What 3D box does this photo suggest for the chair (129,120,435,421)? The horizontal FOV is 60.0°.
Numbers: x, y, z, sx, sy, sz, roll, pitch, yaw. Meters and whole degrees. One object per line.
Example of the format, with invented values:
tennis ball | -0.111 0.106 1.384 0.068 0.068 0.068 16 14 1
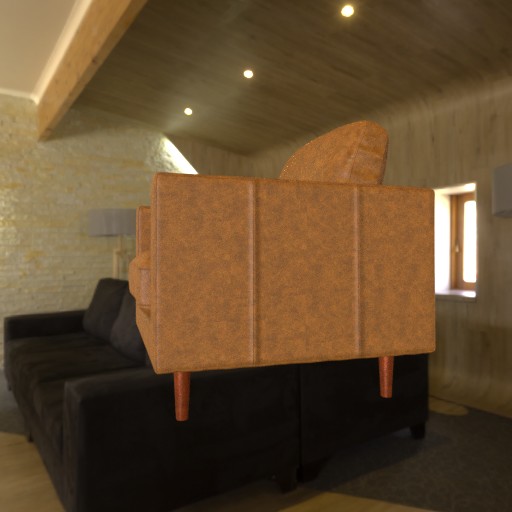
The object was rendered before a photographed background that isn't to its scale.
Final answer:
chair | 0.000 0.000 1.680 0.909 0.956 0.890 0 0 -18
